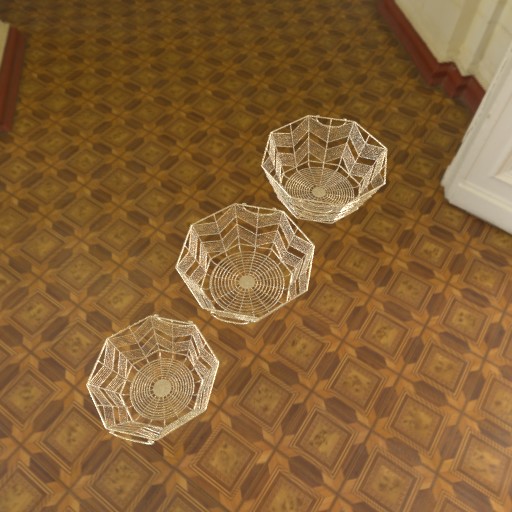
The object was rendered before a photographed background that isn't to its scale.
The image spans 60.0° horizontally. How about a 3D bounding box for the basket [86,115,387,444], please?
[{"bbox_3d":[0.000,0.000,1.352,0.432,0.178,1.246,29,61,18],"label":"basket"}]
